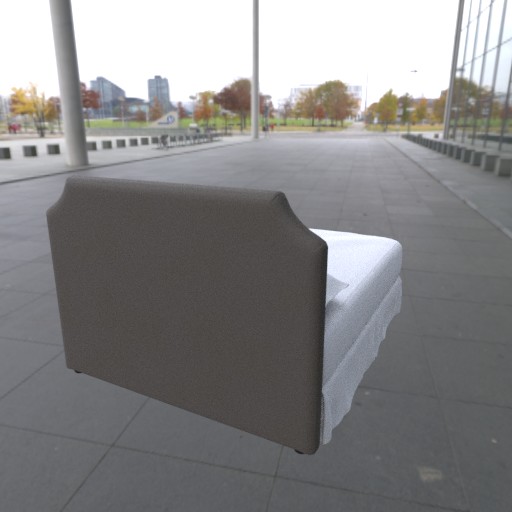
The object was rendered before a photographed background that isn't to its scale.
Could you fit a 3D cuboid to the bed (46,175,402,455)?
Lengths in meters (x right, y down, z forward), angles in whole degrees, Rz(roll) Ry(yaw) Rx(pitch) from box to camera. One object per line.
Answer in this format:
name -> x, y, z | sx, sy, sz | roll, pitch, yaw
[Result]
bed -> 0.000, 0.000, 3.901 | 2.194, 1.561, 2.536 | 9, 19, 27
